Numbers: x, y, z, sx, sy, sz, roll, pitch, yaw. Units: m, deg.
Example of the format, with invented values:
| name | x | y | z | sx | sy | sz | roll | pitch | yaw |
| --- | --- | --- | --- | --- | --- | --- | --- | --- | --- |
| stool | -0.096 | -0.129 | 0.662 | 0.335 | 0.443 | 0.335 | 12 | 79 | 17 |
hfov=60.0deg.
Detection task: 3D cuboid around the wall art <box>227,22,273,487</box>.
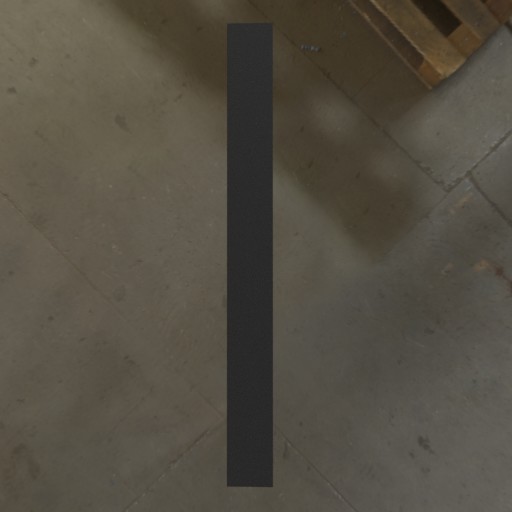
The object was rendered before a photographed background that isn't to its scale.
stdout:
| name | x | y | z | sx | sy | sz | roll | pitch | yaw |
| --- | --- | --- | --- | --- | --- | --- | --- | --- | --- |
| wall art | 0.000 | 0.000 | 0.446 | 0.030 | 0.305 | 0.308 | 0 | 89 | 2 |
